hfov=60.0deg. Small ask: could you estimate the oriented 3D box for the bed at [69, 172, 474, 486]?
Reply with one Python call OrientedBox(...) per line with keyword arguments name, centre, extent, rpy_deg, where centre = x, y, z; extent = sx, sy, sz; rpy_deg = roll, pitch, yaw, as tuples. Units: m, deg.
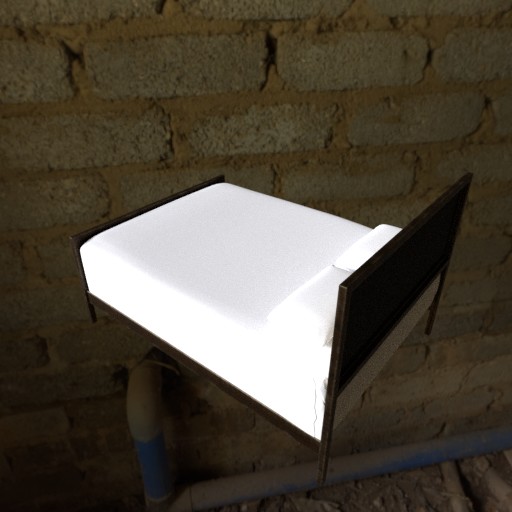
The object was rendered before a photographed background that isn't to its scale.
OrientedBox(name="bed", centre=(0.000, 0.000, 3.191), extent=(2.221, 1.313, 1.607), rpy_deg=(23, 38, 33))
